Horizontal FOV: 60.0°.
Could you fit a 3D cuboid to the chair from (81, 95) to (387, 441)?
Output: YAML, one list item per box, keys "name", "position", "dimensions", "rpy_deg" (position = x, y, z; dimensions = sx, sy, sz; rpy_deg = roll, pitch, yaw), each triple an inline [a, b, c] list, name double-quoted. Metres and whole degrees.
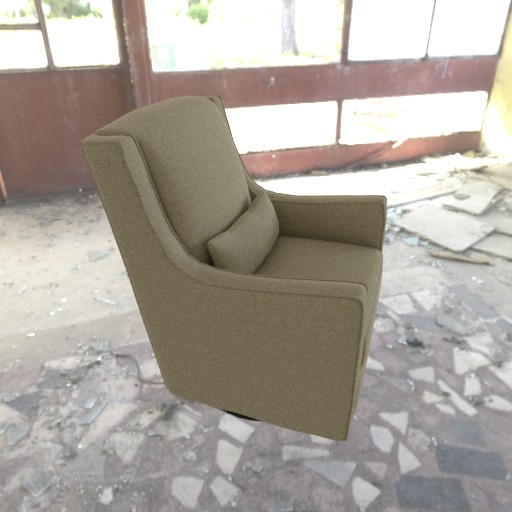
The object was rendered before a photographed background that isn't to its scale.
- name: "chair"
  position: [0.000, 0.000, 1.586]
  dimensions: [0.879, 0.993, 0.732]
  rpy_deg: [10, 32, 16]
